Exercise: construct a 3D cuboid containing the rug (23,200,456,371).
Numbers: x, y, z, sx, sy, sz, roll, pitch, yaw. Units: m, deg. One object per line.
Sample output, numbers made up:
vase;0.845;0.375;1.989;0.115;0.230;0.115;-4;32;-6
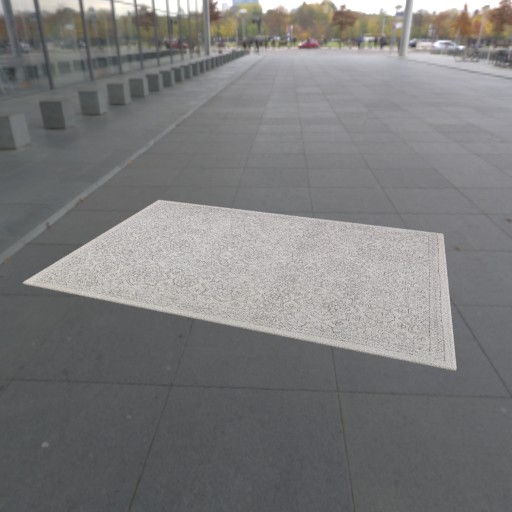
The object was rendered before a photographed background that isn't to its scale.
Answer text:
rug;0.000;0.000;2.826;2.286;0.011;1.524;9;27;17
